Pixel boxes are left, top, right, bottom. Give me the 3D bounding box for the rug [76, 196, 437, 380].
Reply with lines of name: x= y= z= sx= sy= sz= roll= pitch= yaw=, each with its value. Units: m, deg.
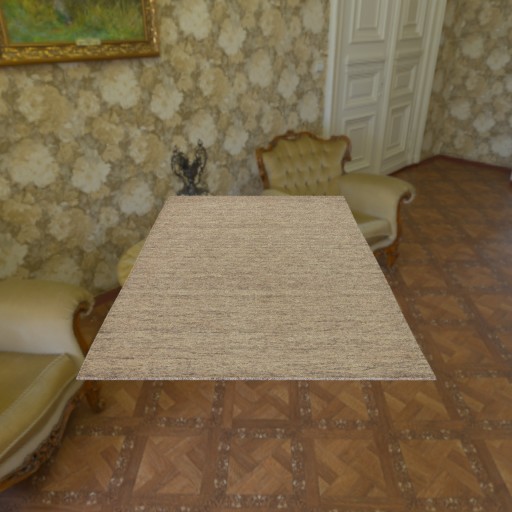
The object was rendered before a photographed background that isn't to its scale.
rug: x=0.000 y=0.000 z=2.903 sx=1.547 sy=0.013 sz=2.283 roll=0 pitch=27 yaw=0
